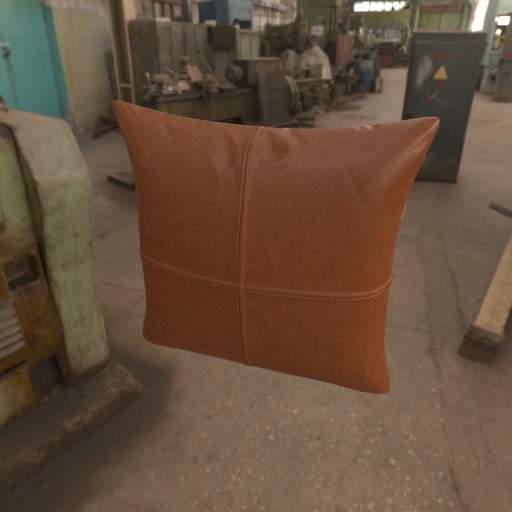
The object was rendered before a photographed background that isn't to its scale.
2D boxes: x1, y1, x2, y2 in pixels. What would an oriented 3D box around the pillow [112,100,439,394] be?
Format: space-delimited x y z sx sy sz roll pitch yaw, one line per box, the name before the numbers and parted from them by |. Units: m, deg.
pillow | 0.000 0.000 0.747 0.501 0.477 0.192 9 28 17
